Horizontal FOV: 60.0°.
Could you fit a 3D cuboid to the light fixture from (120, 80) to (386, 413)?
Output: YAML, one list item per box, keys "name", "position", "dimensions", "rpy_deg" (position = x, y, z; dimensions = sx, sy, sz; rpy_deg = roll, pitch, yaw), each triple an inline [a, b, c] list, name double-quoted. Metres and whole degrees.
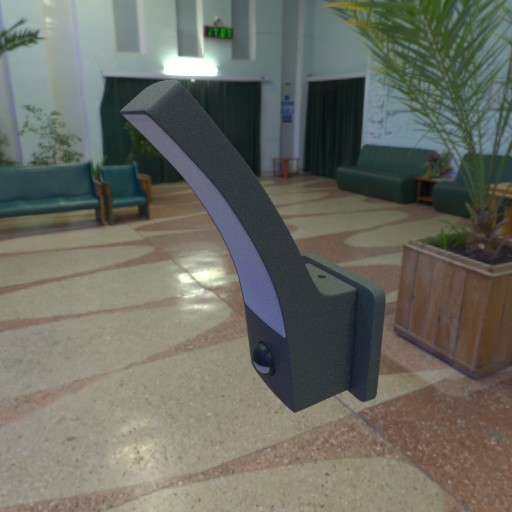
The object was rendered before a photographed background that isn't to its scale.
- name: "light fixture"
  position: [0.000, 0.000, 0.336]
  dimensions: [0.174, 0.243, 0.108]
  rpy_deg: [-8, 19, -24]
